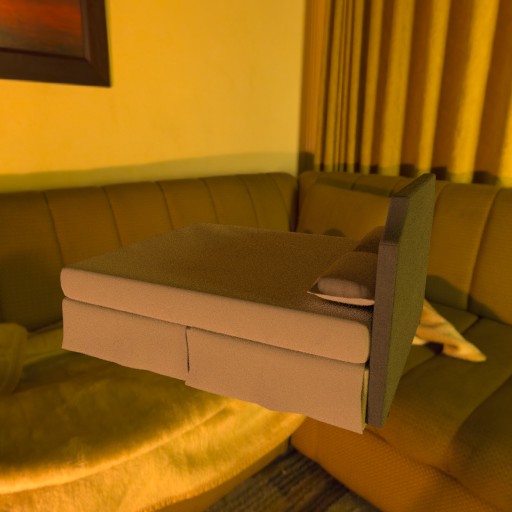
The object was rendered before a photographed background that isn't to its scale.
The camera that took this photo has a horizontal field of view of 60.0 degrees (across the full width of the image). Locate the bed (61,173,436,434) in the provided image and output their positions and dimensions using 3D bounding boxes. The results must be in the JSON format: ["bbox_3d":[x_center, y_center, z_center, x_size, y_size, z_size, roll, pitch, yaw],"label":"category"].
[{"bbox_3d":[0.000,0.000,3.581,2.464,1.306,1.977,8,18,25],"label":"bed"}]
